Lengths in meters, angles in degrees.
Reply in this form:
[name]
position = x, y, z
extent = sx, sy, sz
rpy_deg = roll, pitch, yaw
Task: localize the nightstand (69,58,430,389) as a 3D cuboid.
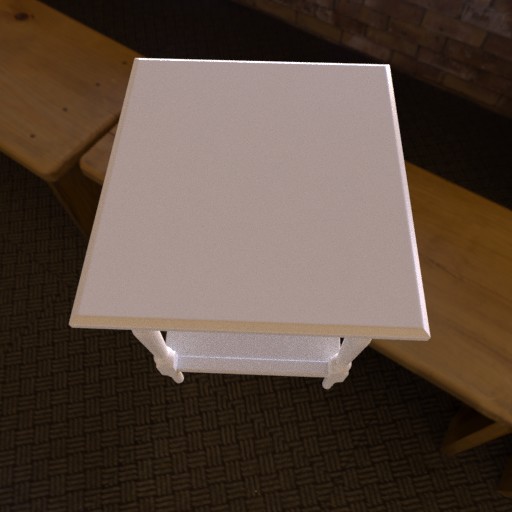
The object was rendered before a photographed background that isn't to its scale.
[nightstand]
position = 0.000, 0.000, 0.919
extent = 0.459, 0.555, 0.505
rpy_deg = 2, 62, 1
